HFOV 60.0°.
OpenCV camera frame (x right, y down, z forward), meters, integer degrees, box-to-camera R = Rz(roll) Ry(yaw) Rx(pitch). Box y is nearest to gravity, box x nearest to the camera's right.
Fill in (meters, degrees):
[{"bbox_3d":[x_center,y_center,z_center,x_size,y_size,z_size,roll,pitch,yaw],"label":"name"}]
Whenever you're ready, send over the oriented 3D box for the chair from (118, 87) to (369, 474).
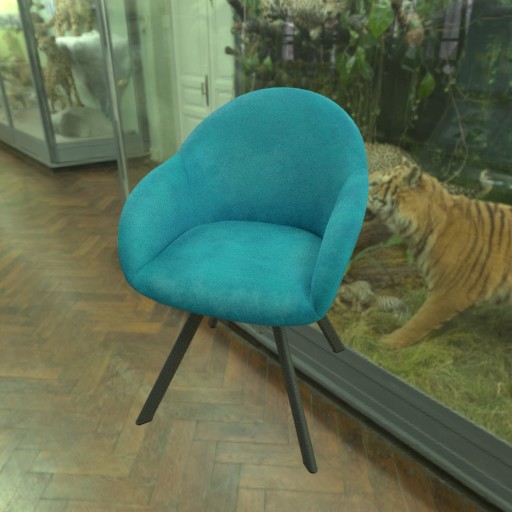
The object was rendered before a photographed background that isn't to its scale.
[{"bbox_3d":[0.000,0.000,1.184,0.550,0.795,0.590,8,28,16],"label":"chair"}]
